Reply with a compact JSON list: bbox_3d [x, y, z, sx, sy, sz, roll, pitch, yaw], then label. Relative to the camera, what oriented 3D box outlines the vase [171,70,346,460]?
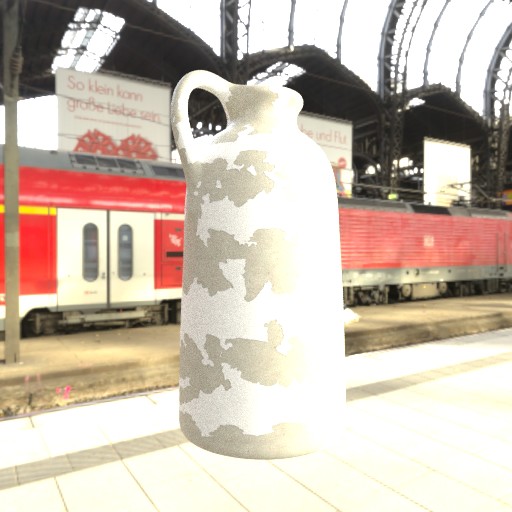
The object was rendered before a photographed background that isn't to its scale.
[{"bbox_3d":[0.000,0.000,0.496,0.203,0.382,0.186,0,1,-35],"label":"vase"}]
